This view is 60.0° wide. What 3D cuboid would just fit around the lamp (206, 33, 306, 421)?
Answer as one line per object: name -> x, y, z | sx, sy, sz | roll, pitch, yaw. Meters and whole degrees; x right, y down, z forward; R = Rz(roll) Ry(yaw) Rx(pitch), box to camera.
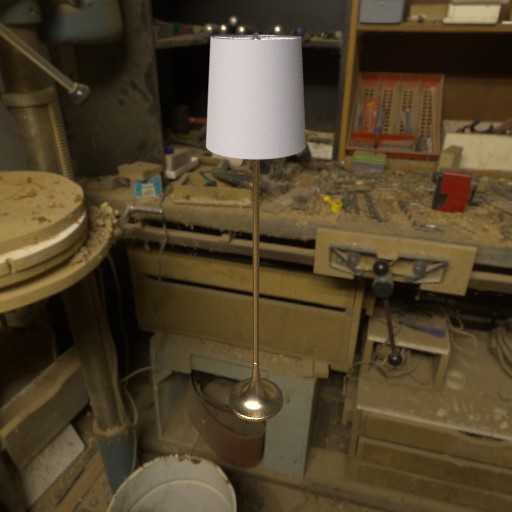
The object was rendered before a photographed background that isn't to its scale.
lamp -> 0.000, 0.000, 1.715 | 0.337, 1.543, 0.337 | 0, 29, 0
